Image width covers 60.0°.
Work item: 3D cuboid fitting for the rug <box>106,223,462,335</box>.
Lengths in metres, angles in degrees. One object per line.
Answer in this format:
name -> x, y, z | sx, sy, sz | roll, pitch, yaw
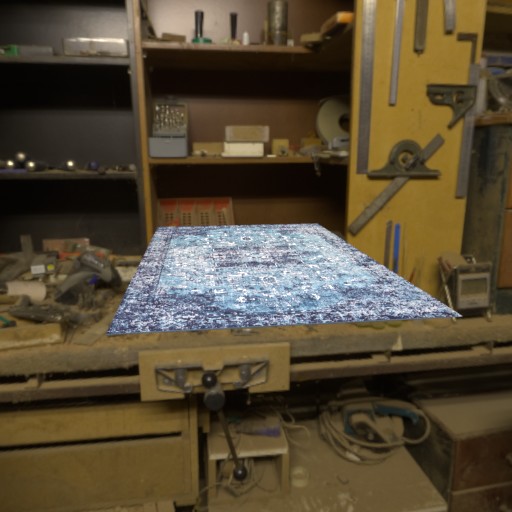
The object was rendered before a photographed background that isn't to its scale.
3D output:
rug -> 0.000, 0.000, 3.030 | 1.525, 0.007, 2.440 | -2, 14, -7
